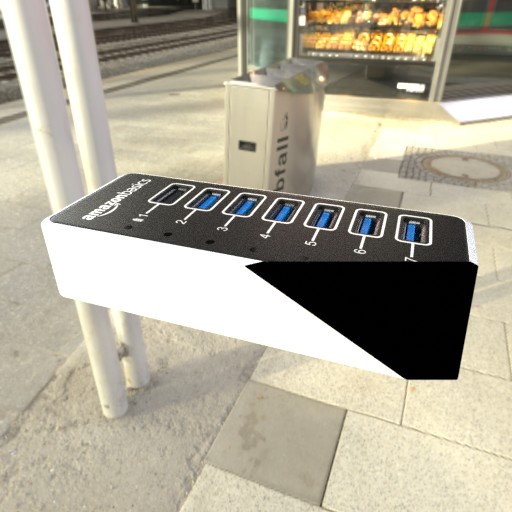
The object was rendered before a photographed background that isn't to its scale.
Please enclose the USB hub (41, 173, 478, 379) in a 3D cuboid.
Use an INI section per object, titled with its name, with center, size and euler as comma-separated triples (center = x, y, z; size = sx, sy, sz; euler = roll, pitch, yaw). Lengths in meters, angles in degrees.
[USB hub]
center = 0.000, 0.000, 0.125
size = 0.110, 0.023, 0.044
euler = 10, 32, 17
